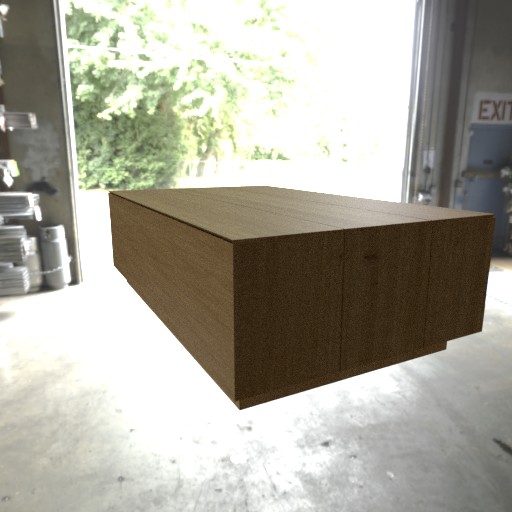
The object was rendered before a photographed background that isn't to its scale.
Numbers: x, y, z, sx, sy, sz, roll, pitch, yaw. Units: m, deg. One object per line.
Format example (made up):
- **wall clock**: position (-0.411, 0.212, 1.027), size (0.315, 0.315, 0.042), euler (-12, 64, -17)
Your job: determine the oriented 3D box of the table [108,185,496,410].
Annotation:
- **table**: position (0.000, 0.000, 1.394), size (0.678, 0.353, 1.110), euler (-7, 15, -27)
